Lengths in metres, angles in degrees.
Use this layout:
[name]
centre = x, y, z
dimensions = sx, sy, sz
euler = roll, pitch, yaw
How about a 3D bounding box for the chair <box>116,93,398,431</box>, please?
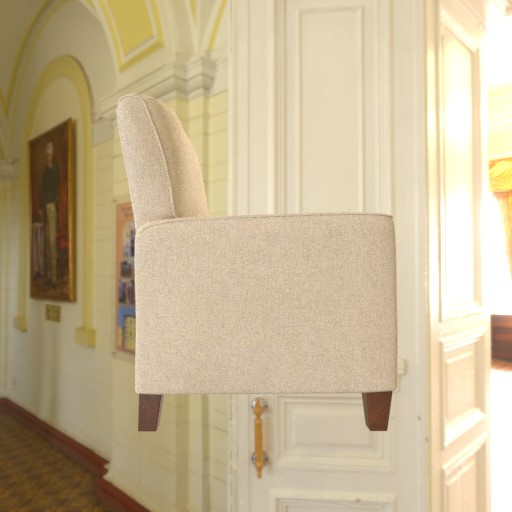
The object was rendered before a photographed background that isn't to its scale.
[chair]
centre = 0.000, 0.000, 1.657
dimensions = 0.859, 1.023, 0.845
euler = 0, -1, -1
